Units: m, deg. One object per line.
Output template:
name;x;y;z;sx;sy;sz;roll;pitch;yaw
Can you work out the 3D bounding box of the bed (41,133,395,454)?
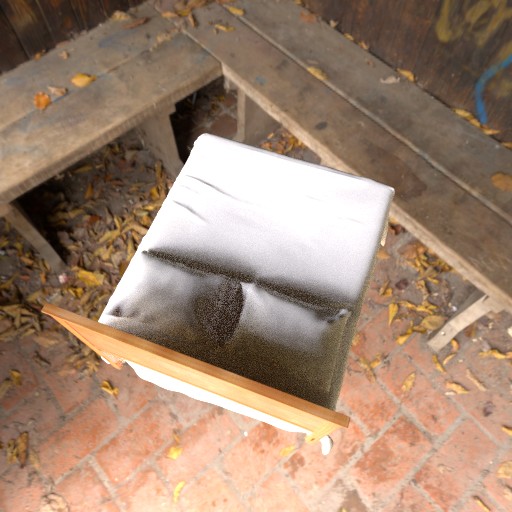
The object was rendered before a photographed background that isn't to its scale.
bed;0.000;0.000;3.170;1.870;1.273;2.035;18;64;9
